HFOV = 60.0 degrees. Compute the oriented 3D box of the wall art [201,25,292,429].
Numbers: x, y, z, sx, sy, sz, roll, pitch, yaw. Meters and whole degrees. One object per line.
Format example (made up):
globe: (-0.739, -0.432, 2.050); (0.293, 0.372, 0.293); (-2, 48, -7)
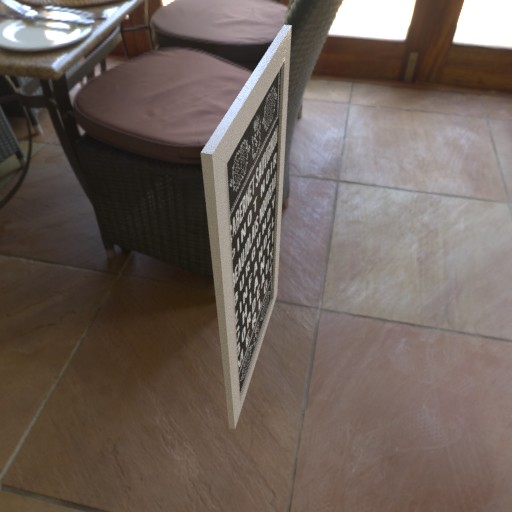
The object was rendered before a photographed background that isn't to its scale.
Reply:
wall art: (0.000, 0.000, 0.826); (0.013, 0.683, 0.380); (11, 47, 11)
